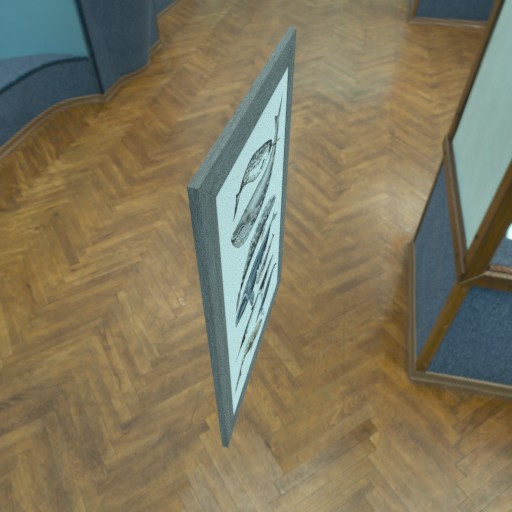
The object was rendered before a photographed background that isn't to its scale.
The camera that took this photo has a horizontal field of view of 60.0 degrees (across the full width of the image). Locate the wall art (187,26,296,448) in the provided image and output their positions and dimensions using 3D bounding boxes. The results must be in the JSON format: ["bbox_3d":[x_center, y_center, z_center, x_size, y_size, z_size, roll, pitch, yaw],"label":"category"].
[{"bbox_3d":[0.000,0.000,1.360,0.020,1.070,0.768,11,47,11],"label":"wall art"}]
